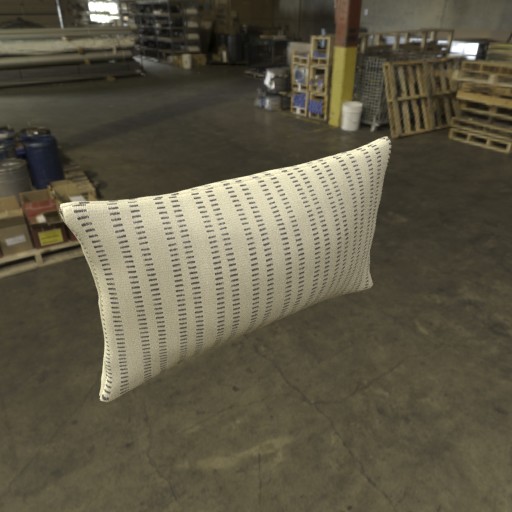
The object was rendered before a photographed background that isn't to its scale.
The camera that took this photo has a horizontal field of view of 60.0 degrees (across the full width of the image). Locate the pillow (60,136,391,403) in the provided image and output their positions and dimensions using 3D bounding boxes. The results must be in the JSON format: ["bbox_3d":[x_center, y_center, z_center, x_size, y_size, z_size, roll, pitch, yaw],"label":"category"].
[{"bbox_3d":[0.000,0.000,0.817,0.640,0.353,0.210,-18,34,-29],"label":"pillow"}]
